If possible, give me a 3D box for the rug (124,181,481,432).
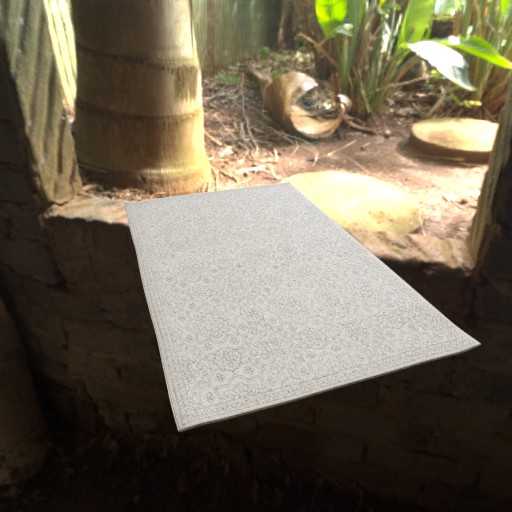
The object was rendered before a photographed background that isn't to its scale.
[{"bbox_3d":[0.000,0.000,2.376,1.214,0.023,1.947,-10,32,-17],"label":"rug"}]
